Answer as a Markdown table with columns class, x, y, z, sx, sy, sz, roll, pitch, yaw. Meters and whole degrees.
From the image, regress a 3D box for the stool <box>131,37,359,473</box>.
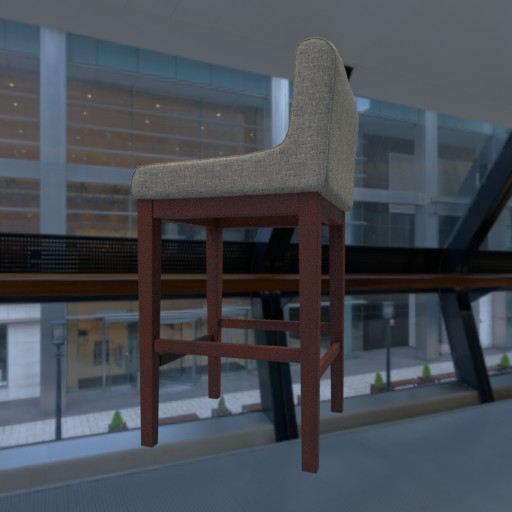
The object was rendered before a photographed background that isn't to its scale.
| class | x | y | z | sx | sy | sz | roll | pitch | yaw |
| --- | --- | --- | --- | --- | --- | --- | --- | --- | --- |
| stool | 0.000 | 0.000 | 1.085 | 0.459 | 0.835 | 0.417 | 0 | 0 | 19 |
